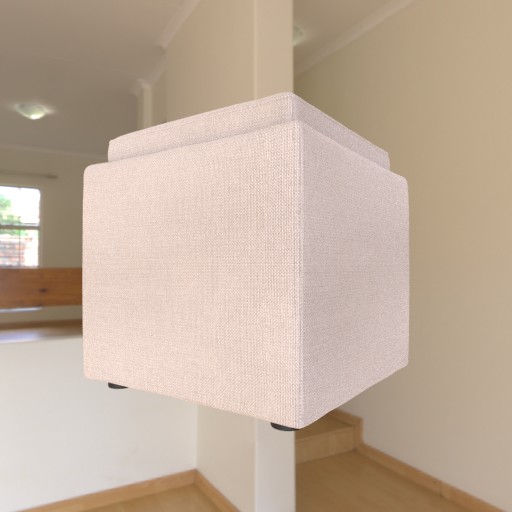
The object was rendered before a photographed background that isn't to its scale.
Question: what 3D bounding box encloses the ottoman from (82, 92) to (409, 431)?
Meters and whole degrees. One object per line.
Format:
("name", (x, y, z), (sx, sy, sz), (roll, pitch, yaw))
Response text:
("ottoman", (0.000, 0.000, 0.826), (0.451, 0.460, 0.450), (-1, -2, 35))
